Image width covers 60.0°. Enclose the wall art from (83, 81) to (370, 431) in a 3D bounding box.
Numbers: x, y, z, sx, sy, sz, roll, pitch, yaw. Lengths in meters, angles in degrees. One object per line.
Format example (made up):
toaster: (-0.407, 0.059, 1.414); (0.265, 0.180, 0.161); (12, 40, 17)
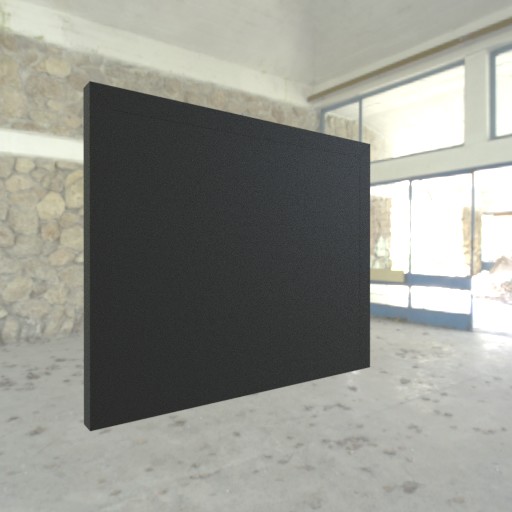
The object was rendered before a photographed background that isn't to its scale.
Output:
wall art: (0.000, 0.000, 0.754); (0.558, 0.457, 0.029); (0, 0, -36)
